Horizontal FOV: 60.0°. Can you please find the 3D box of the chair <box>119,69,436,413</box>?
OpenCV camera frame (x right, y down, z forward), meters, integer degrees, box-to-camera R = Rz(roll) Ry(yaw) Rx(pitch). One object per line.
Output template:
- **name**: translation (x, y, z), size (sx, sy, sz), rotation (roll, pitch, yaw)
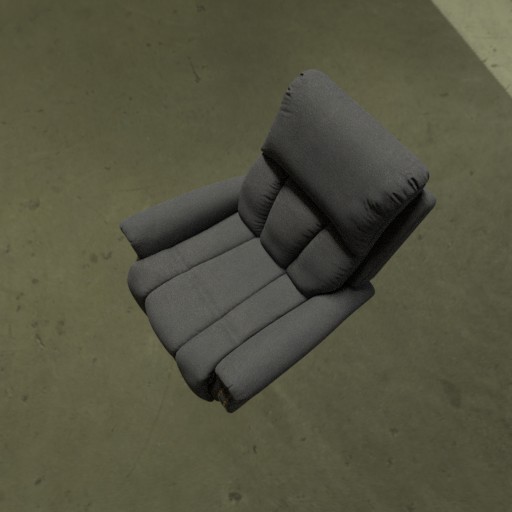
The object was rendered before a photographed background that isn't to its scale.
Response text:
- **chair**: translation (0.000, 0.000, 1.768), size (0.979, 1.031, 0.871), rotation (-33, 68, -15)
